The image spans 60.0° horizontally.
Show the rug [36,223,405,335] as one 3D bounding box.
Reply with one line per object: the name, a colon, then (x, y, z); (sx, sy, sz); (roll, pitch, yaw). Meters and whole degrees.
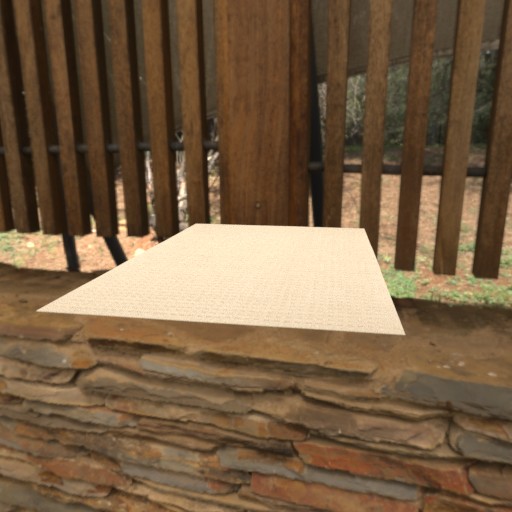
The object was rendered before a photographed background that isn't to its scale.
rug: (0.000, 0.000, 2.872); (1.523, 0.006, 2.289); (2, 14, 9)
